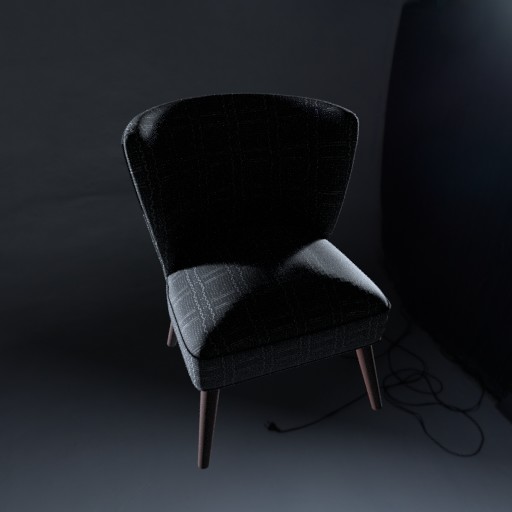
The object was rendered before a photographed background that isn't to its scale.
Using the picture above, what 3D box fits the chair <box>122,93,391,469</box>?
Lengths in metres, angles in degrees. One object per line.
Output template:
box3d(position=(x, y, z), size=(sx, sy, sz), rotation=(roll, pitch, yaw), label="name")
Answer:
box3d(position=(0.000, 0.000, 1.421), size=(0.710, 0.866, 0.758), rotation=(-11, 33, -18), label="chair")
